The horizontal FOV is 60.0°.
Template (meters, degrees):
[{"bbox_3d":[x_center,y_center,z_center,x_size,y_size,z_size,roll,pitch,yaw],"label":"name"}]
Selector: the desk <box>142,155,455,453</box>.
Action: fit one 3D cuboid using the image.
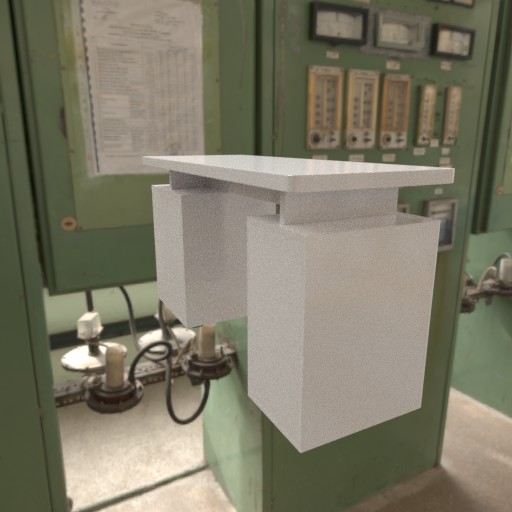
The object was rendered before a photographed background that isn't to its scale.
[{"bbox_3d":[0.000,0.000,1.812,0.550,0.762,1.400,-8,16,-27],"label":"desk"}]
